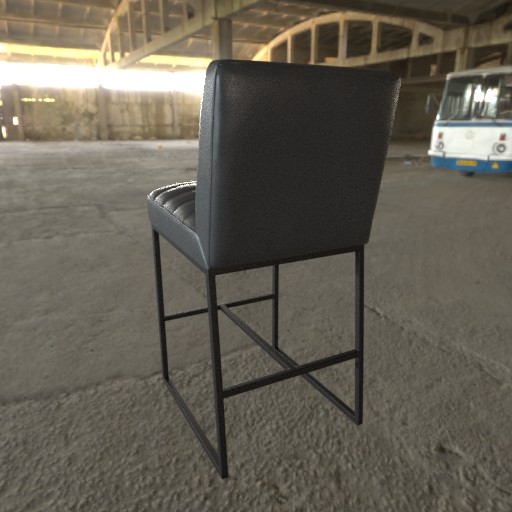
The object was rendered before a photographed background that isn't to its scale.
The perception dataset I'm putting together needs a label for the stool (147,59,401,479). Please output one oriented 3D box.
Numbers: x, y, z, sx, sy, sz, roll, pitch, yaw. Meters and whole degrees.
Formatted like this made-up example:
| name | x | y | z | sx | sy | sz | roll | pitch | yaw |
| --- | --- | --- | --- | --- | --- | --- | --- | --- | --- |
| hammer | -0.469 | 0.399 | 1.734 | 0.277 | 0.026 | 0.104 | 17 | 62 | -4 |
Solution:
| name | x | y | z | sx | sy | sz | roll | pitch | yaw |
| --- | --- | --- | --- | --- | --- | --- | --- | --- | --- |
| stool | 0.000 | 0.000 | 1.228 | 0.457 | 0.938 | 0.552 | -9 | 19 | -27 |
